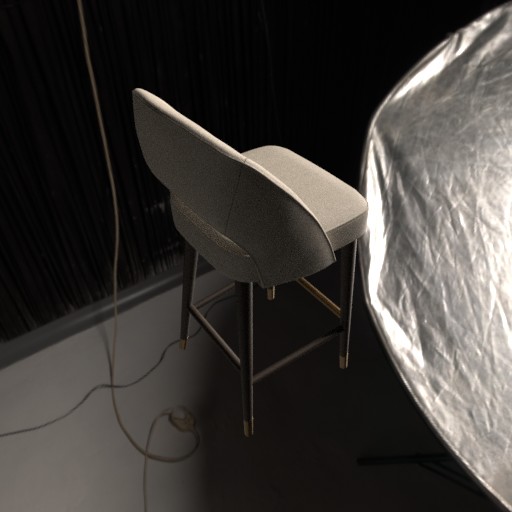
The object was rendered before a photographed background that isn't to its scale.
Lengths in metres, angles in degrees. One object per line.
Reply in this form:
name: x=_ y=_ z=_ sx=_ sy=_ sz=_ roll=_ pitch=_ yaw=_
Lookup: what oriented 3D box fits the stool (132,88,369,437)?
stool: x=0.000 y=0.000 z=1.310 sx=0.509 sy=1.037 sz=0.494 roll=-27 pitch=48 yaw=-27
